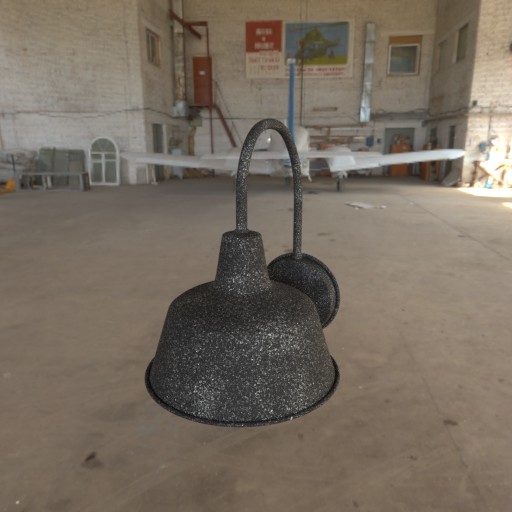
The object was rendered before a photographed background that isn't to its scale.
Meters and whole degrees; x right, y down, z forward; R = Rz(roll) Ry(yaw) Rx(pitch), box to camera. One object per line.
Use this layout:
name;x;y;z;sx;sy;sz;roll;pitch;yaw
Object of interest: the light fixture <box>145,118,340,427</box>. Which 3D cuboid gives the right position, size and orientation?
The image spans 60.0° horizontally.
light fixture;0.000;0.000;0.500;0.216;0.300;0.283;7;16;25
